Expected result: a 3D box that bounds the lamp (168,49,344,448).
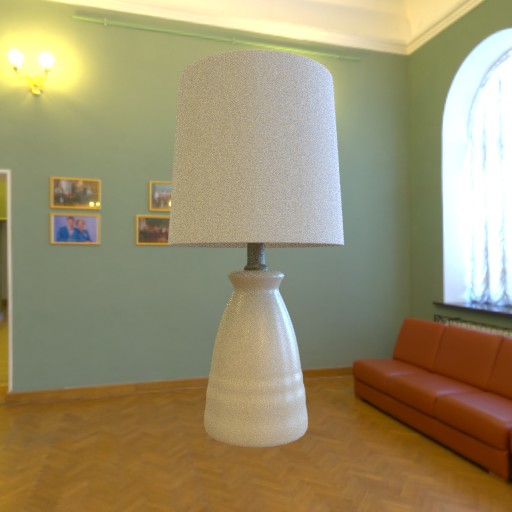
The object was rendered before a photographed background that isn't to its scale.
[{"bbox_3d":[0.000,0.000,0.478,0.186,0.369,0.186,0,0,0],"label":"lamp"}]
